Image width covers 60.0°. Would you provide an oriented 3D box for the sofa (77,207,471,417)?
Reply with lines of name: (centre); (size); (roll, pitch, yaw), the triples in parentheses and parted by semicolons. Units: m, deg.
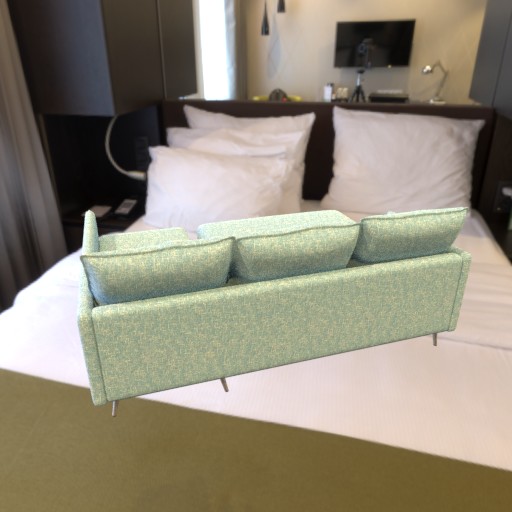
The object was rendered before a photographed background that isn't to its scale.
sofa: (0.000, 0.000, 2.809); (2.034, 0.899, 1.420); (-8, 26, -16)
